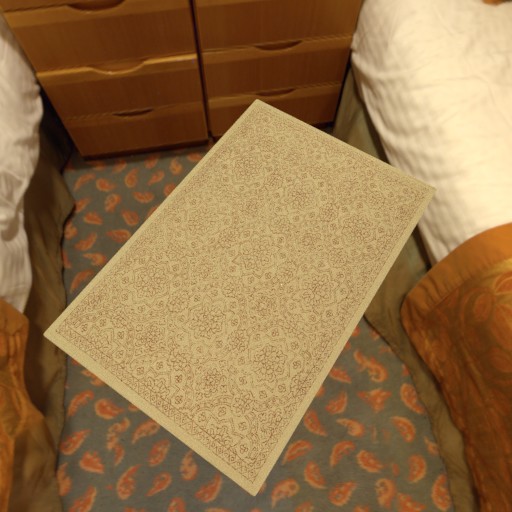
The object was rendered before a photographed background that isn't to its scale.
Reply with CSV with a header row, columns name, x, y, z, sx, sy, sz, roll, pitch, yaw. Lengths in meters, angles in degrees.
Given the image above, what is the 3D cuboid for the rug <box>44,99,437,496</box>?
name,x,y,z,sx,sy,sz,roll,pitch,yaw
rug,0.000,0.000,2.296,1.219,0.010,1.829,31,68,14
